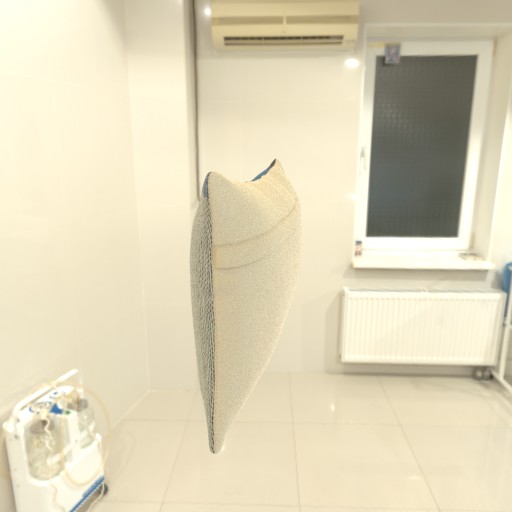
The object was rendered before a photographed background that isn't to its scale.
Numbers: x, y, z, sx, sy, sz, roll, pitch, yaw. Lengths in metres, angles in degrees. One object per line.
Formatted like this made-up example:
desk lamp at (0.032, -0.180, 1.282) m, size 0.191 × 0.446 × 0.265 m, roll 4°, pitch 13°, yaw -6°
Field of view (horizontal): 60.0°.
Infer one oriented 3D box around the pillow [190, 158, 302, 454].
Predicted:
pillow at (0.000, 0.000, 0.735) m, size 0.148 × 0.307 × 0.604 m, roll 2°, pitch 14°, yaw 9°
